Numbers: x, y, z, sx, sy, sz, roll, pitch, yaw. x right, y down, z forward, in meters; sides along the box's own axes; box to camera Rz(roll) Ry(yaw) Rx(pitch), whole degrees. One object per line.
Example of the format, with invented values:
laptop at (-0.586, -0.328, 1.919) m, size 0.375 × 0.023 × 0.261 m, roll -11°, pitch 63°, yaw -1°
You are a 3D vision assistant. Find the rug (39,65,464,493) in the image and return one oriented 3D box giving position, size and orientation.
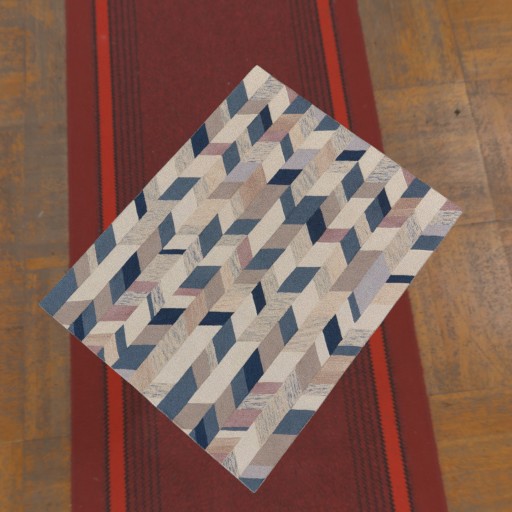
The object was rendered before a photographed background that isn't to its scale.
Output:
rug at (0.000, 0.000, 3.985) m, size 2.451 × 0.011 × 3.072 m, roll 38°, pitch 80°, yaw 8°
